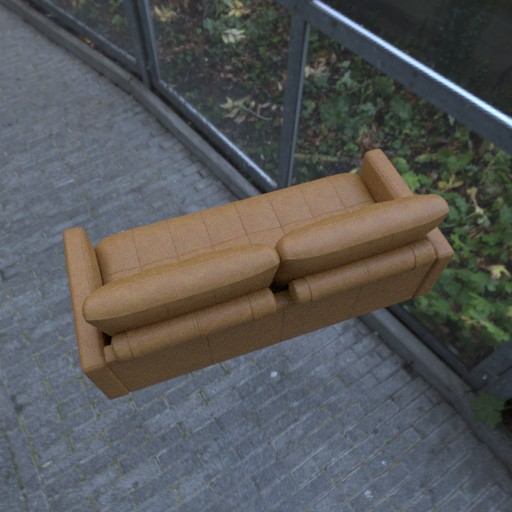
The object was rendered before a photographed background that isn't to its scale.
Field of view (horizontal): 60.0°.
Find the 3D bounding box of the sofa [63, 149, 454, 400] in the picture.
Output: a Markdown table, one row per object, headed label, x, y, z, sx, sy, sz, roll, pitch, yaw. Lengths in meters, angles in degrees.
| label | x | y | z | sx | sy | sz | roll | pitch | yaw |
| --- | --- | --- | --- | --- | --- | --- | --- | --- | --- |
| sofa | 0.000 | 0.000 | 2.291 | 1.821 | 0.898 | 0.850 | -16 | 58 | -10 |
